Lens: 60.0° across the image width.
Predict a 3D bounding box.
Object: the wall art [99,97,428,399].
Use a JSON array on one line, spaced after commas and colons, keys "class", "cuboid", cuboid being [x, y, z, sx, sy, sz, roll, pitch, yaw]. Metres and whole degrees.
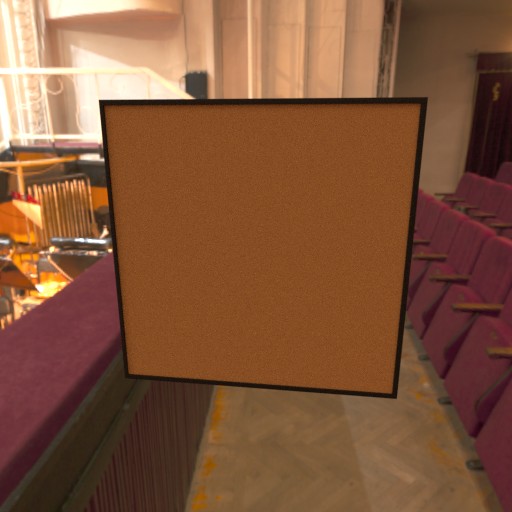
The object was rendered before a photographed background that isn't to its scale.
[{"class": "wall art", "cuboid": [0.000, 0.000, 0.683, 0.458, 0.457, 0.013, 2, 17, 7]}]
